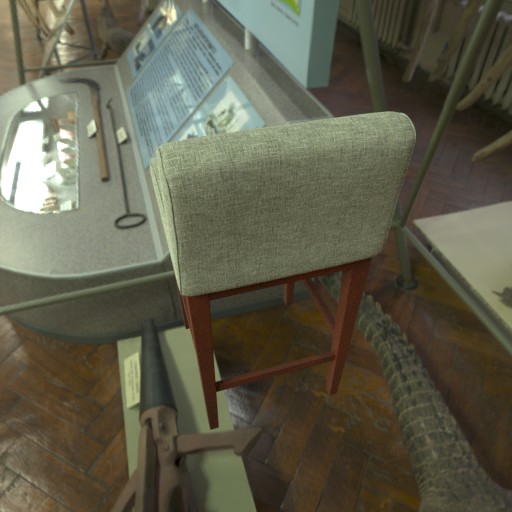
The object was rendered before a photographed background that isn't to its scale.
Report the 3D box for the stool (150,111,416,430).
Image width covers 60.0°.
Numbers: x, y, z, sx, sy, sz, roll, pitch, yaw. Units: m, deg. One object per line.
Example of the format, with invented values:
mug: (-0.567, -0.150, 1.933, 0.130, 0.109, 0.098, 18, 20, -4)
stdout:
stool: (0.000, 0.000, 1.088, 0.417, 0.835, 0.459, -12, 43, -13)
